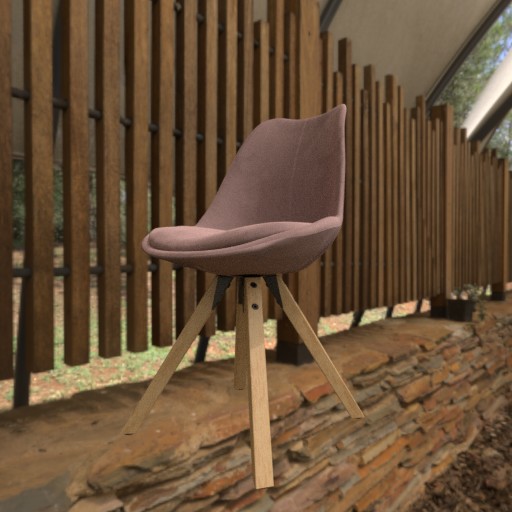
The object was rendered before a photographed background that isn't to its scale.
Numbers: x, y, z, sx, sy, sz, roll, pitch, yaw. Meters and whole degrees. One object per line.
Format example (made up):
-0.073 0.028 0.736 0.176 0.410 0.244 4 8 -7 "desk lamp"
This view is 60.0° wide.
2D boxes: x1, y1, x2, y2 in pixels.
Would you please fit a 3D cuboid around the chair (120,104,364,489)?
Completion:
0.000 0.000 1.132 0.485 0.850 0.550 1 1 37 "chair"
